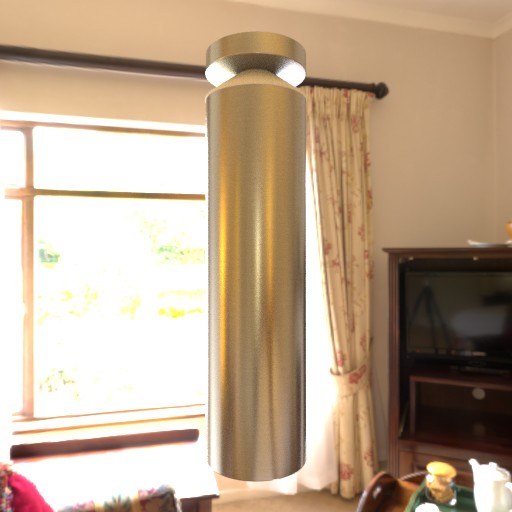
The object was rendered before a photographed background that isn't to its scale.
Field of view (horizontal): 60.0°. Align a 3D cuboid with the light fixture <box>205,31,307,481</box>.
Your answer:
[{"bbox_3d":[0.000,0.000,0.444,0.102,0.400,0.102,0,0,37],"label":"light fixture"}]
